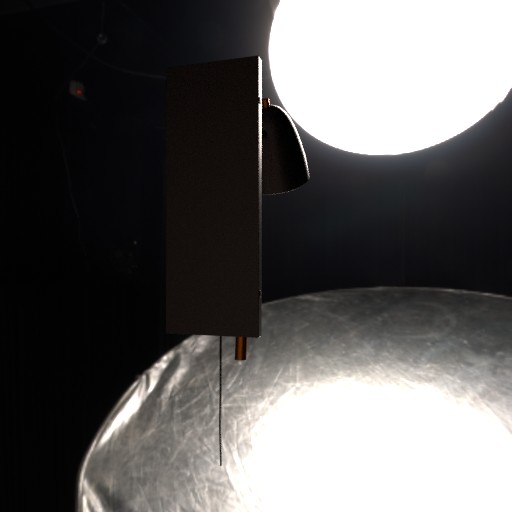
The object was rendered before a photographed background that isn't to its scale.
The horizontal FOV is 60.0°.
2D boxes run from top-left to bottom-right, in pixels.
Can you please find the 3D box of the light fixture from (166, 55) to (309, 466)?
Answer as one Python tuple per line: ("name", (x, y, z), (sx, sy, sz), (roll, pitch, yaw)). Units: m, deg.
("light fixture", (0.000, 0.000, 0.918), (0.162, 0.715, 0.499), (0, -1, 16))
